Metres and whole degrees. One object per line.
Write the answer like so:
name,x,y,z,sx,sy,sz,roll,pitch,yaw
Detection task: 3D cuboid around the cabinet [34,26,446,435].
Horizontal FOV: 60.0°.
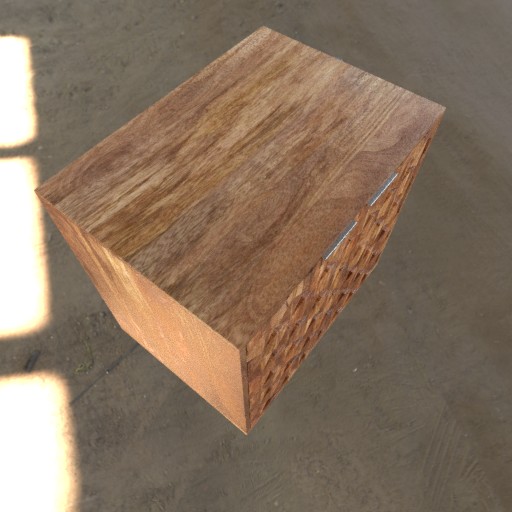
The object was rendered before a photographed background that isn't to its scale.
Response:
cabinet,0.000,0.000,1.146,0.473,0.758,0.647,34,64,20
